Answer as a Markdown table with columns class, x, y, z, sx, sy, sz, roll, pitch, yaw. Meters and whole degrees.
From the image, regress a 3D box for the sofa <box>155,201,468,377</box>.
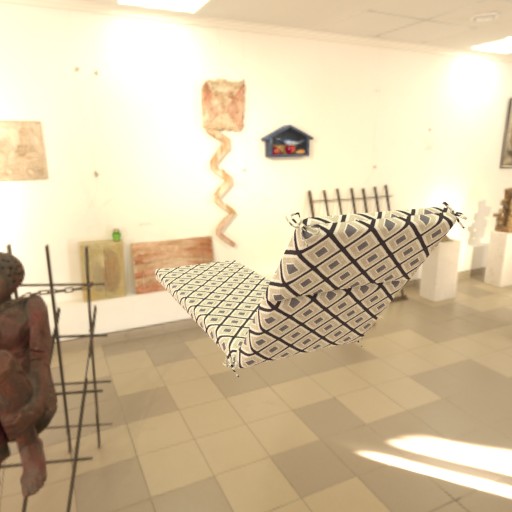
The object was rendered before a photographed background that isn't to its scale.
| class | x | y | z | sx | sy | sz | roll | pitch | yaw |
| --- | --- | --- | --- | --- | --- | --- | --- | --- | --- |
| sofa | 0.000 | 0.000 | 1.934 | 0.582 | 0.622 | 1.663 | -7 | 16 | -25 |
